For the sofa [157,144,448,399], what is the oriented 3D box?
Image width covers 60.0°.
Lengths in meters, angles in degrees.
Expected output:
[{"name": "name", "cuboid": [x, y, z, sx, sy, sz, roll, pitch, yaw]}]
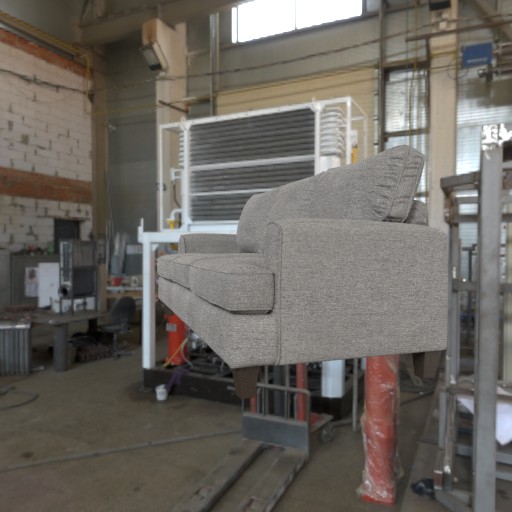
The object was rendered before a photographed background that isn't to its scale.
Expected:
[{"name": "sofa", "cuboid": [0.000, 0.000, 2.642, 0.951, 0.965, 2.158, 0, 1, -19]}]
